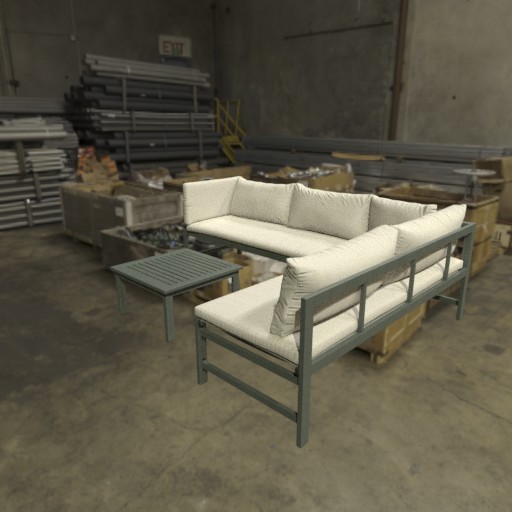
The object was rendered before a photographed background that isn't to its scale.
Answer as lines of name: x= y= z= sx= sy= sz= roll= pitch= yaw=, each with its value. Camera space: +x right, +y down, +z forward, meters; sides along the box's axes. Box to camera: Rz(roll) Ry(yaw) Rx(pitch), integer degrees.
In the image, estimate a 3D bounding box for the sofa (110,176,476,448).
sofa: x=0.000 y=0.000 z=2.878 sx=2.096 sy=0.758 sz=1.658 roll=16 pitch=23 yaw=42
